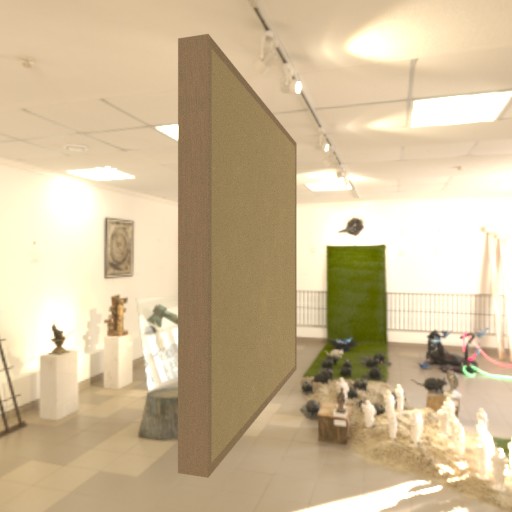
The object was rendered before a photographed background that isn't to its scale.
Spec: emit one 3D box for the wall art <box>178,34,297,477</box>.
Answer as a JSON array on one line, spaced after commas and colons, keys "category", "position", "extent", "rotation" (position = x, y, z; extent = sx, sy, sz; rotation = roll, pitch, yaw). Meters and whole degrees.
[{"category": "wall art", "position": [0.000, 0.000, 0.754], "extent": [0.038, 0.506, 0.508], "rotation": [0, 0, 17]}]
